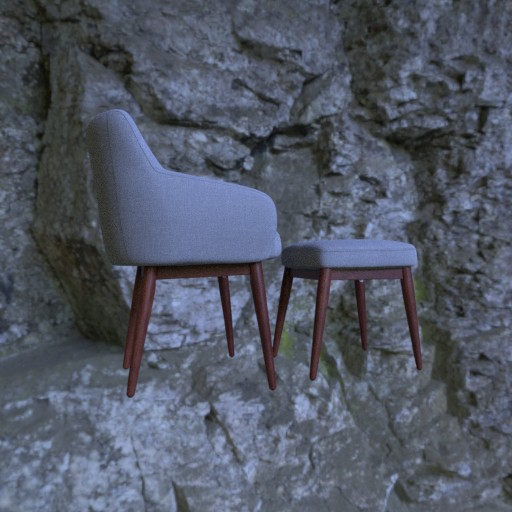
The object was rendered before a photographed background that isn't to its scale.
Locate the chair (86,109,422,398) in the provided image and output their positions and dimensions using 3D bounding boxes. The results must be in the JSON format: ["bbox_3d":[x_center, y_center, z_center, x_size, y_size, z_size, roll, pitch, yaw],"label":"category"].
[{"bbox_3d":[0.000,0.000,1.542,1.107,0.799,0.584,0,0,-18],"label":"chair"}]
